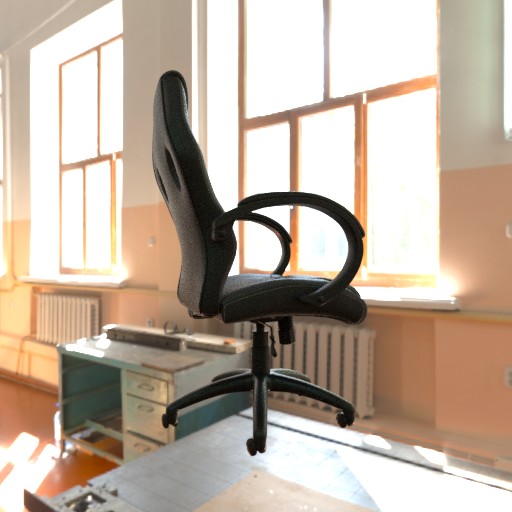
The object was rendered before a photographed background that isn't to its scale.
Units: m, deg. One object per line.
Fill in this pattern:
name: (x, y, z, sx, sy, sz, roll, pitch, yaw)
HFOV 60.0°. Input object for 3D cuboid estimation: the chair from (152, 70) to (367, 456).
chair: (0.000, 0.000, 1.622, 0.724, 1.187, 0.673, 0, 0, -18)
